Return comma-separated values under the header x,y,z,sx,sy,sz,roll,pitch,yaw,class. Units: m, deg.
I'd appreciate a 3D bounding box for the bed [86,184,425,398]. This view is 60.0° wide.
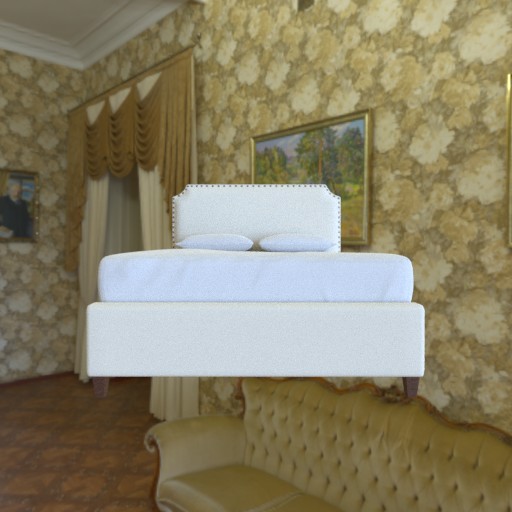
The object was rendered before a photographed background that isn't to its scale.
x,y,z,sx,sy,sz,roll,pitch,yaw,class
0.000,0.000,3.367,1.703,1.415,2.329,0,0,0,bed
